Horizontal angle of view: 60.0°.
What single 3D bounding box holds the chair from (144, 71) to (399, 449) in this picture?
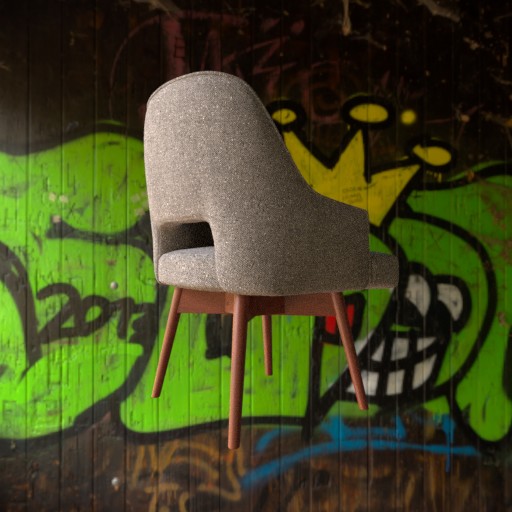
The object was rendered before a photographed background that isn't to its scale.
[{"bbox_3d":[0.000,0.000,1.323,0.629,0.875,0.608,0,0,-36],"label":"chair"}]
